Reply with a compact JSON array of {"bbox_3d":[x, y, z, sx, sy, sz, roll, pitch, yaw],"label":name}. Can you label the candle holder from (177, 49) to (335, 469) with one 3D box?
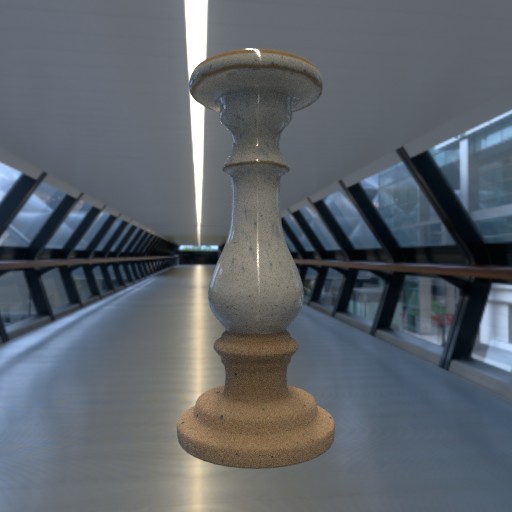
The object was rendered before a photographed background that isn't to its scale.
[{"bbox_3d":[0.000,0.000,0.252,0.088,0.203,0.088,0,-1,0],"label":"candle holder"}]
